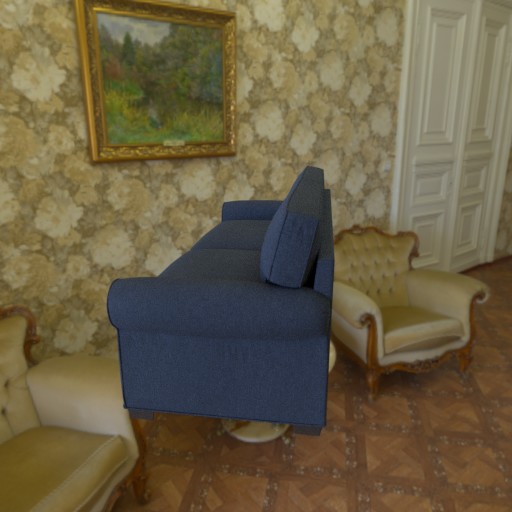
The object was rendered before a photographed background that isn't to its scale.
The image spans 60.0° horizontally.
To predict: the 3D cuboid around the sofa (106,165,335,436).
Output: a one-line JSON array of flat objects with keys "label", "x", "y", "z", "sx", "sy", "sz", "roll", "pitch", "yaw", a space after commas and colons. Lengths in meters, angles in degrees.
[{"label": "sofa", "x": 0.000, "y": 0.000, "z": 2.905, "sx": 0.954, "sy": 1.026, "sz": 2.391, "roll": 2, "pitch": 16, "yaw": 8}]
